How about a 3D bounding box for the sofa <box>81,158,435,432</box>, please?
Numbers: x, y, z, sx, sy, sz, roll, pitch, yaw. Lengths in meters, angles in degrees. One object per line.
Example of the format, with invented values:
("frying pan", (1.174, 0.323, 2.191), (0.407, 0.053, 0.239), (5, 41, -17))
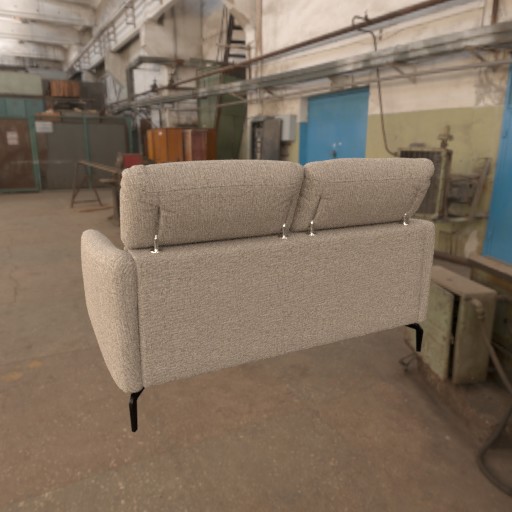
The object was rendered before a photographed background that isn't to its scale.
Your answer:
("sofa", (0.000, 0.000, 2.143), (1.540, 0.950, 0.905), (-7, 16, -26))
